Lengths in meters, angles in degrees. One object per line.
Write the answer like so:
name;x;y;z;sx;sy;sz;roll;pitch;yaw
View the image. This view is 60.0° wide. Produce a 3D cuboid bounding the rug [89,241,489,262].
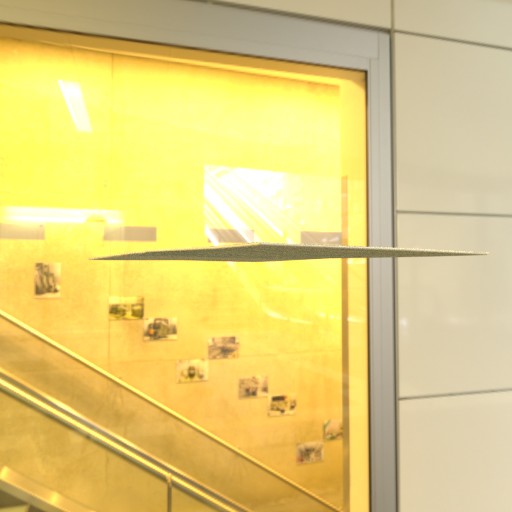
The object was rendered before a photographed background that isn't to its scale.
rug;0.000;0.000;2.976;1.593;0.029;2.305;1;-2;-35
